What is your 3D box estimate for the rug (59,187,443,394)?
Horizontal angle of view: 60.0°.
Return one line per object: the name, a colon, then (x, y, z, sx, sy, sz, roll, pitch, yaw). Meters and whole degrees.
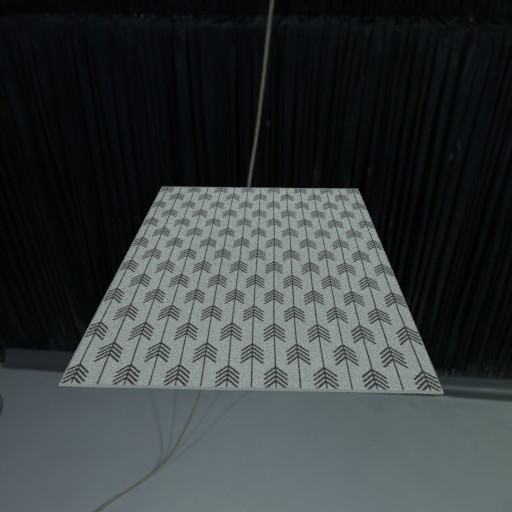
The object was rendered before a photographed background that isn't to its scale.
rug: (0.000, 0.000, 3.967, 2.330, 0.010, 3.061, 1, 32, 1)
